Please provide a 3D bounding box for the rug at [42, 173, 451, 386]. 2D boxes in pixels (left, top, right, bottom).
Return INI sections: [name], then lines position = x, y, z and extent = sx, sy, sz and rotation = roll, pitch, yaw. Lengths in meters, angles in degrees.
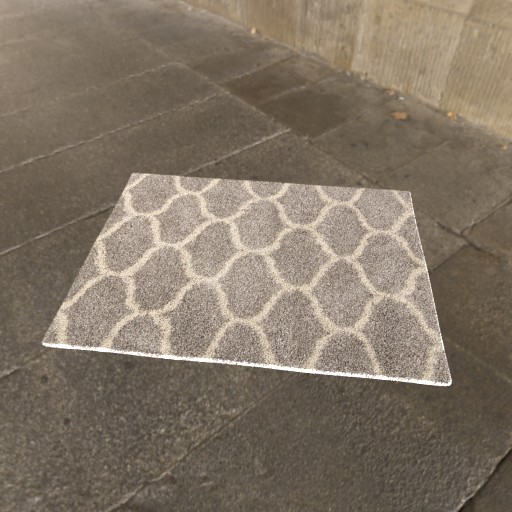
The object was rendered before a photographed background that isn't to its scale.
[rug]
position = 0.000, 0.000, 2.128
extent = 1.600, 0.025, 1.200
rotation = 5, 45, 5
